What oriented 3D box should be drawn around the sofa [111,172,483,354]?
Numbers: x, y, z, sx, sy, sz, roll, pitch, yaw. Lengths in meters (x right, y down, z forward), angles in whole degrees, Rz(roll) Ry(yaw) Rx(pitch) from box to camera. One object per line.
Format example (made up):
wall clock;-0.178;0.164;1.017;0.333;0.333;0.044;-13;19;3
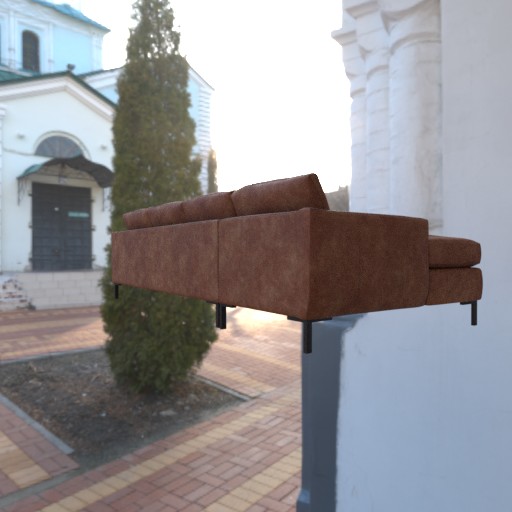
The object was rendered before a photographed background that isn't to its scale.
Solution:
sofa;0.000;0.000;3.600;1.471;0.859;2.993;0;1;-35
